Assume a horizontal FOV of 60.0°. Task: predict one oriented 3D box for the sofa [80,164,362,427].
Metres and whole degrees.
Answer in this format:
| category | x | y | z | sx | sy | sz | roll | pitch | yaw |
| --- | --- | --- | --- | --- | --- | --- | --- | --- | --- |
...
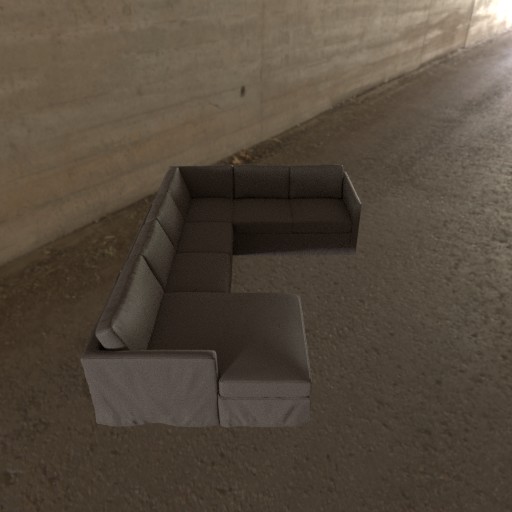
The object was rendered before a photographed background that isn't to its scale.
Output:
| category | x | y | z | sx | sy | sz | roll | pitch | yaw |
| --- | --- | --- | --- | --- | --- | --- | --- | --- | --- |
| sofa | 0.000 | 0.000 | 4.616 | 2.476 | 0.878 | 3.528 | 0 | 32 | 0 |
